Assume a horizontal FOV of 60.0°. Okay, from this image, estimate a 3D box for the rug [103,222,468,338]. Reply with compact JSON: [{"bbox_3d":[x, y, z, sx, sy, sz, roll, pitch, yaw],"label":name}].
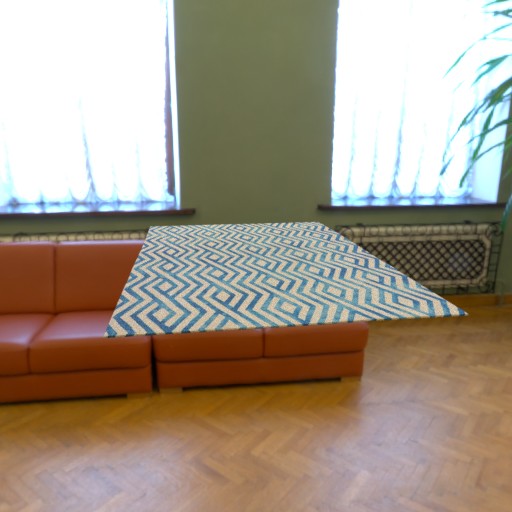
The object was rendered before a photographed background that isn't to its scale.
[{"bbox_3d":[0.000,0.000,2.323,1.225,0.008,1.830,-2,15,-8],"label":"rug"}]
